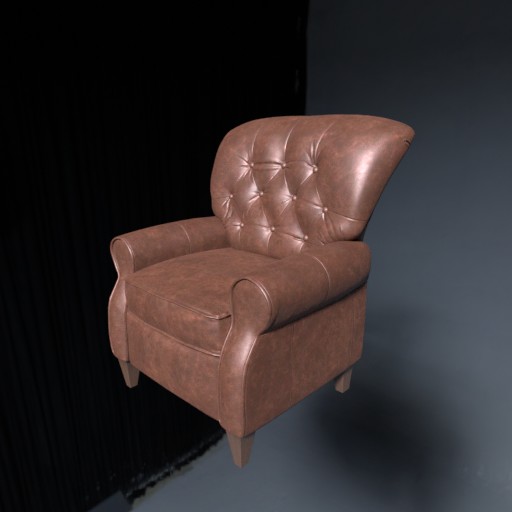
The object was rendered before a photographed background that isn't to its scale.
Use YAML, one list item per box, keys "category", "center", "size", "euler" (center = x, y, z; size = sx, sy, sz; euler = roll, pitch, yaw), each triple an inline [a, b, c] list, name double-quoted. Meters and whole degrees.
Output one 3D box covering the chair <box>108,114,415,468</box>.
- category: "chair"
  center: [0.000, 0.000, 1.894]
  size: [0.979, 1.162, 1.031]
  euler: [15, 22, 42]
